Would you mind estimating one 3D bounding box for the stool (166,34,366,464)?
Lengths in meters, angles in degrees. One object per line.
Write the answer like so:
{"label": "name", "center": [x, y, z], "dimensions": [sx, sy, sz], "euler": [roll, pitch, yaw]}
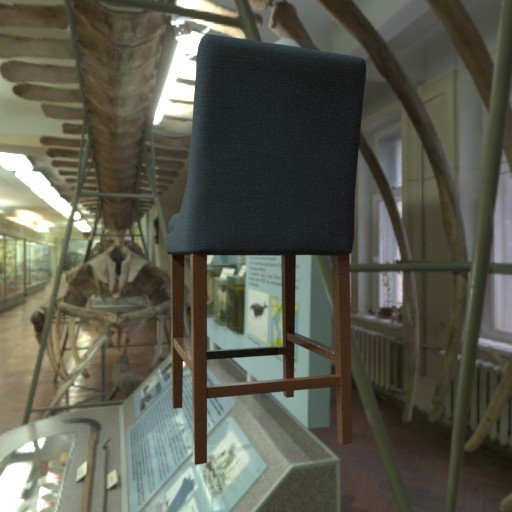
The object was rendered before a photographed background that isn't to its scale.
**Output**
{"label": "stool", "center": [0.000, 0.000, 1.277], "dimensions": [0.470, 0.981, 0.577], "euler": [0, -1, -17]}
